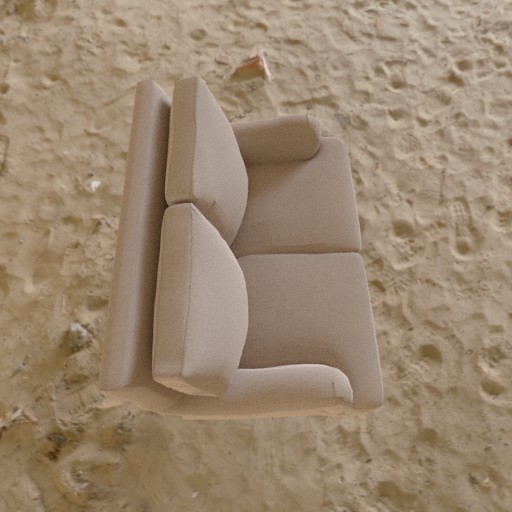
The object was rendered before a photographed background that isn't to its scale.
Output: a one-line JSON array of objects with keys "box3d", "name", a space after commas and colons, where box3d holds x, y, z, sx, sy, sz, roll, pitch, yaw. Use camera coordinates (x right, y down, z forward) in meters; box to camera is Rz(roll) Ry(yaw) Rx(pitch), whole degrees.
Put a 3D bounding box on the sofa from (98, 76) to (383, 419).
[{"box3d": [0.000, 0.000, 2.183, 1.087, 1.048, 1.508, -1, 64, -1], "name": "sofa"}]
